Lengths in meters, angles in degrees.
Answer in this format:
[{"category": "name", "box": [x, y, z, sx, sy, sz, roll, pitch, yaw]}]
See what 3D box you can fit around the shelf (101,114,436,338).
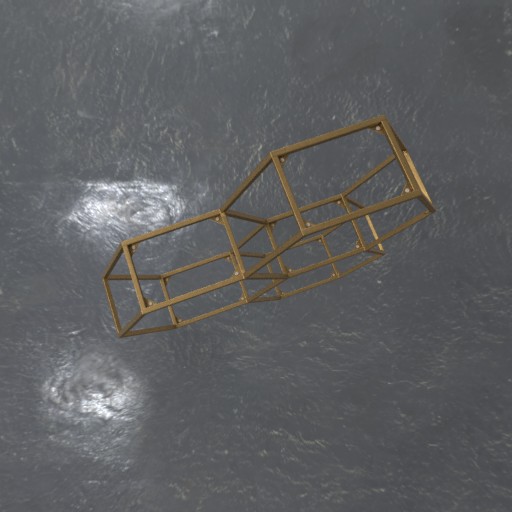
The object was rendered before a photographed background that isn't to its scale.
[{"category": "shelf", "box": [0.000, 0.000, 1.038, 0.708, 0.701, 0.150, -19, 77, -5]}]
